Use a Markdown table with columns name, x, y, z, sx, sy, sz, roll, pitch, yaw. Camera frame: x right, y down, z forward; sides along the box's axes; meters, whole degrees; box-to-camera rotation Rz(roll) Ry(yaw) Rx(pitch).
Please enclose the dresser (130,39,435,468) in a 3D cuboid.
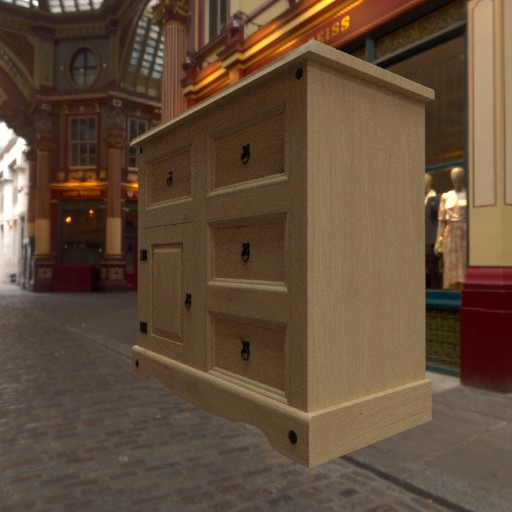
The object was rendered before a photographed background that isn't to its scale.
| name | x | y | z | sx | sy | sz | roll | pitch | yaw |
| --- | --- | --- | --- | --- | --- | --- | --- | --- | --- |
| dresser | 0.000 | 0.000 | 1.349 | 0.440 | 0.835 | 0.915 | 0 | -1 | -37 |
